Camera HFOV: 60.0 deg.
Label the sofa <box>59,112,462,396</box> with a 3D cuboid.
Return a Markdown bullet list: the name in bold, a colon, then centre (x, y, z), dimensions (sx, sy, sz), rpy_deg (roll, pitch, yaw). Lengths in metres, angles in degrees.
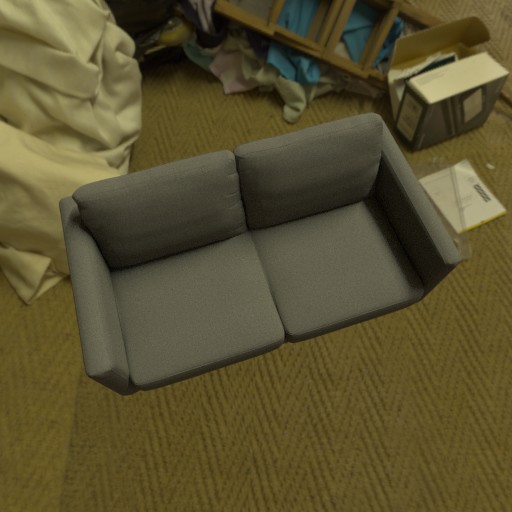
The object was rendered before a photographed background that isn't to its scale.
- **sofa**: centre (0.000, 0.000, 2.264), dimensions (1.713, 0.866, 0.940), rpy_deg (-16, 66, -8)
